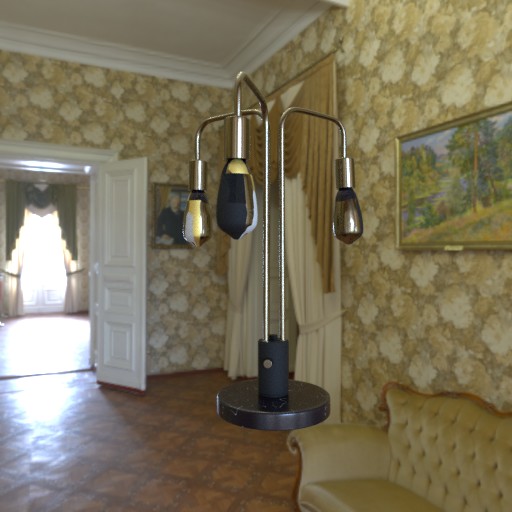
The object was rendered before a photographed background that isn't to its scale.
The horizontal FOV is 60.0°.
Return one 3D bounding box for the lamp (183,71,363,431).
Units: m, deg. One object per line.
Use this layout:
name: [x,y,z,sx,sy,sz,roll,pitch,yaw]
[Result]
lamp: [0.000,0.000,0.806,0.355,0.560,0.368,0,0,18]
